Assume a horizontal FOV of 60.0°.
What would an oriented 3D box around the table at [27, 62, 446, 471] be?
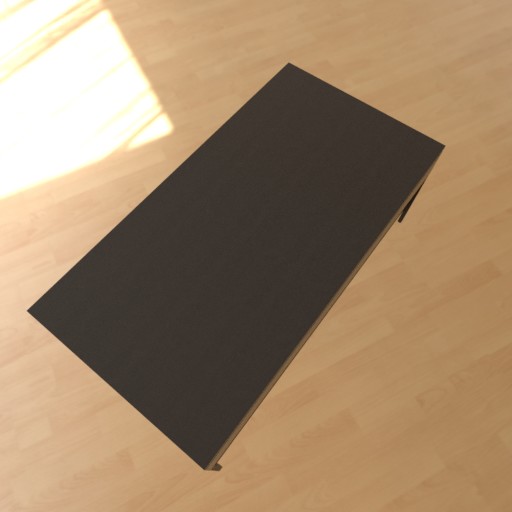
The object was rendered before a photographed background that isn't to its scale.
[{"bbox_3d":[0.000,0.000,1.393,0.574,0.435,1.095,35,69,16],"label":"table"}]
